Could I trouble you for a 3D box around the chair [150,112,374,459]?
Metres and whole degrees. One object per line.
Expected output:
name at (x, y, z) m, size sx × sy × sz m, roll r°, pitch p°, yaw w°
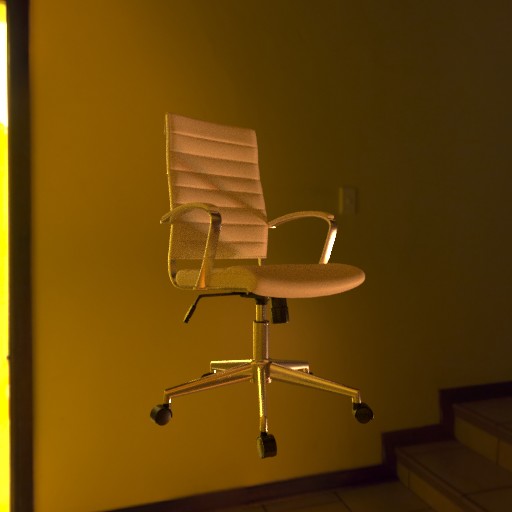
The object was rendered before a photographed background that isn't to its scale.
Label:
chair at (0.000, 0.000, 1.665) m, size 0.766 × 1.149 × 0.739 m, roll 0°, pitch 1°, yaw -37°
